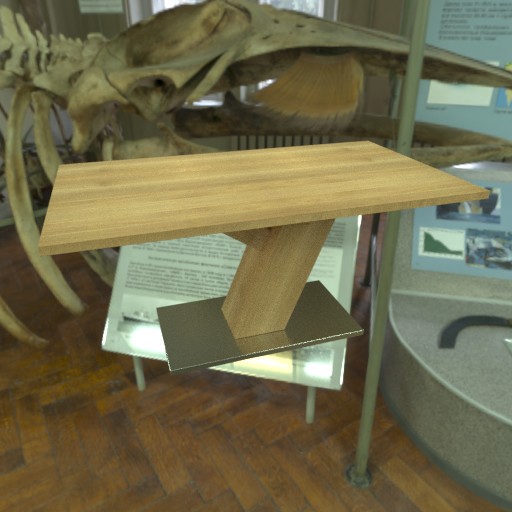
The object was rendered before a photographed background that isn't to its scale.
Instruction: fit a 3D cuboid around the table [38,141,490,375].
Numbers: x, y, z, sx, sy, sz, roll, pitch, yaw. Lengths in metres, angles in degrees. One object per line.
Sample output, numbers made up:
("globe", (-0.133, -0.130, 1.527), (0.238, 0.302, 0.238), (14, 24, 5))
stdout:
("table", (0.000, 0.000, 2.035), (1.600, 0.750, 0.900), (-8, 28, -16))
